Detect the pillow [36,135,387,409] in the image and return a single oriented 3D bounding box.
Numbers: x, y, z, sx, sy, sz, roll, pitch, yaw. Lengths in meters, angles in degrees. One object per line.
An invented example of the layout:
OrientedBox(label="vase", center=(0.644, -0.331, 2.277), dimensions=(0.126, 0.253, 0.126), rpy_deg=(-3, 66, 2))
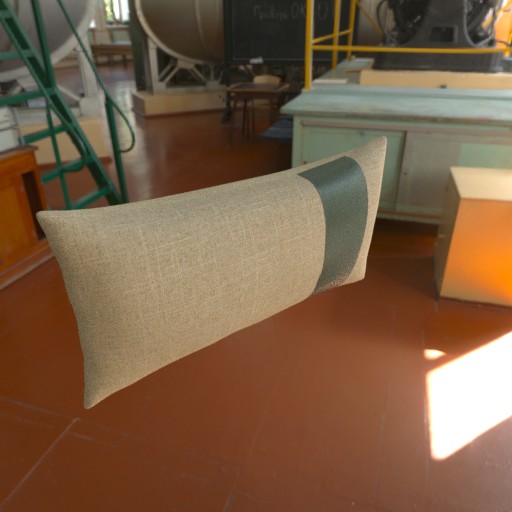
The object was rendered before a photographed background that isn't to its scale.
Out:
OrientedBox(label="pillow", center=(0.000, 0.000, 1.016), dimensions=(0.859, 0.429, 0.197), rpy_deg=(-20, 34, -33))
